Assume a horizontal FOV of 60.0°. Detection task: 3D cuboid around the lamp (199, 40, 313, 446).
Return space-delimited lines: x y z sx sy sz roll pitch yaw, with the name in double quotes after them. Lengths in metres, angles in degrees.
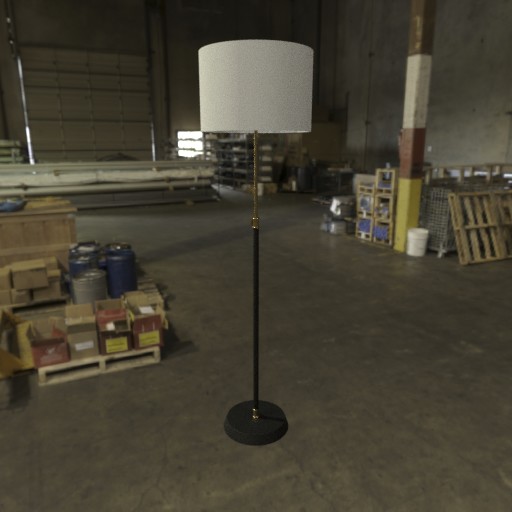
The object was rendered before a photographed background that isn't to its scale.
0.000 0.000 1.752 0.404 1.517 0.404 -7 16 -25 "lamp"
